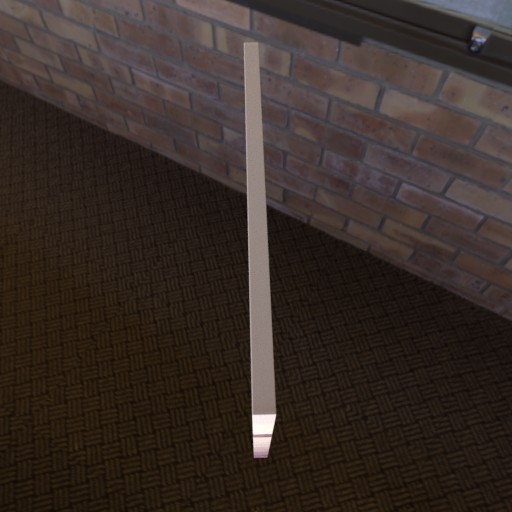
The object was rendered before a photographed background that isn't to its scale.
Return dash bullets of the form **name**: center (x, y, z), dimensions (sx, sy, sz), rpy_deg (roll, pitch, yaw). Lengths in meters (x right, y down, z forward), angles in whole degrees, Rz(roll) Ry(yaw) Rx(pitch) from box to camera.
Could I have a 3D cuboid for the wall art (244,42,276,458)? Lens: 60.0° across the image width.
- **wall art**: center (0.000, 0.000, 1.170), dimensions (0.037, 0.609, 0.916), rpy_deg (-1, 60, -1)
